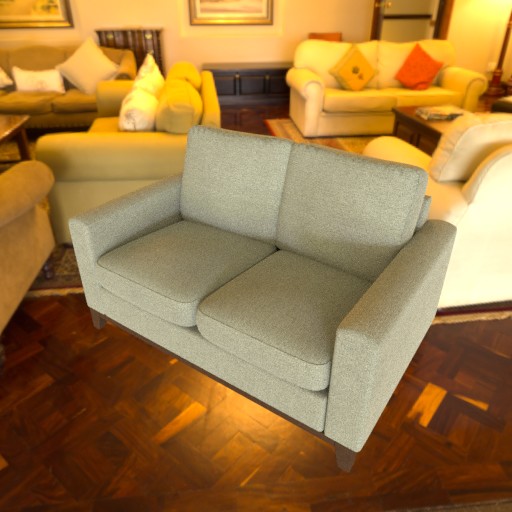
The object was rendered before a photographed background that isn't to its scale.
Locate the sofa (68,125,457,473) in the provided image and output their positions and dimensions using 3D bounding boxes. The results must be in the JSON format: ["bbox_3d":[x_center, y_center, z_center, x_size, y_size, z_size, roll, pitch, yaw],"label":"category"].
[{"bbox_3d":[0.000,0.000,1.946,1.420,0.873,0.917,20,36,29],"label":"sofa"}]
